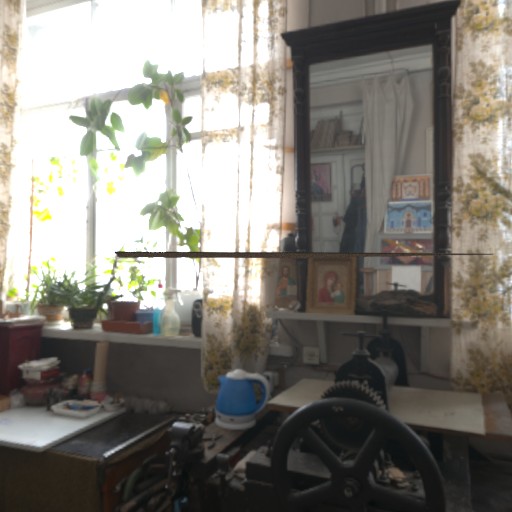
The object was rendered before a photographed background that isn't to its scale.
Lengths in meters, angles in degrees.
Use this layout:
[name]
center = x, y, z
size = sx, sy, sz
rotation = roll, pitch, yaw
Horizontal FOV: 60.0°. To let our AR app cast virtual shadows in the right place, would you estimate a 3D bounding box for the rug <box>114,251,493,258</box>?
[rug]
center = 0.000, 0.000, 4.059
size = 2.438, 0.013, 3.048
rotation = 0, -1, -17
